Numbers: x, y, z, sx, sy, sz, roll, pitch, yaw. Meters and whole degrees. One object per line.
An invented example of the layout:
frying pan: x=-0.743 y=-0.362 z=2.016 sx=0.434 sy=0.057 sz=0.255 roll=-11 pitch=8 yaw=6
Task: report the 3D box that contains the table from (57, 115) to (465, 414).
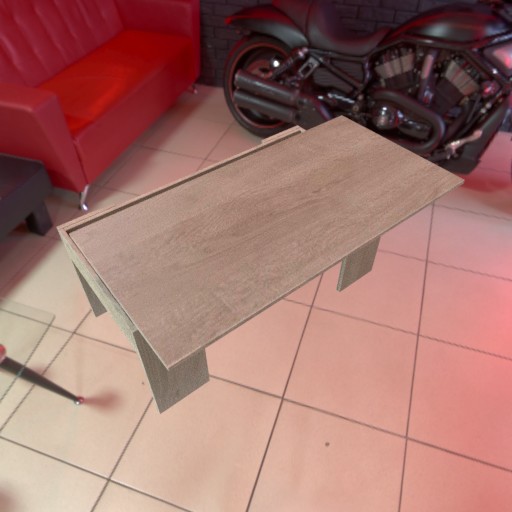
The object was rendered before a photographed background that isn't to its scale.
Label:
table: x=0.000 y=0.000 z=1.478 sx=1.000 sy=0.570 sz=0.711 roll=-29 pitch=52 yaw=-26
